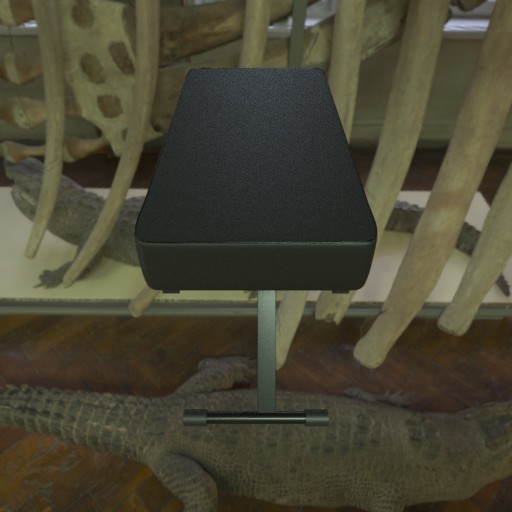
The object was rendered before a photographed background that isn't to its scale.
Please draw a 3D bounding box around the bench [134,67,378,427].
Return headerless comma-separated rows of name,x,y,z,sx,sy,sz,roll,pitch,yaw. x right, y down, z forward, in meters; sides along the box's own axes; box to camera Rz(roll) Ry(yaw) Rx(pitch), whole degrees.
bench,0.000,0.000,0.919,0.300,0.561,0.600,0,41,0
